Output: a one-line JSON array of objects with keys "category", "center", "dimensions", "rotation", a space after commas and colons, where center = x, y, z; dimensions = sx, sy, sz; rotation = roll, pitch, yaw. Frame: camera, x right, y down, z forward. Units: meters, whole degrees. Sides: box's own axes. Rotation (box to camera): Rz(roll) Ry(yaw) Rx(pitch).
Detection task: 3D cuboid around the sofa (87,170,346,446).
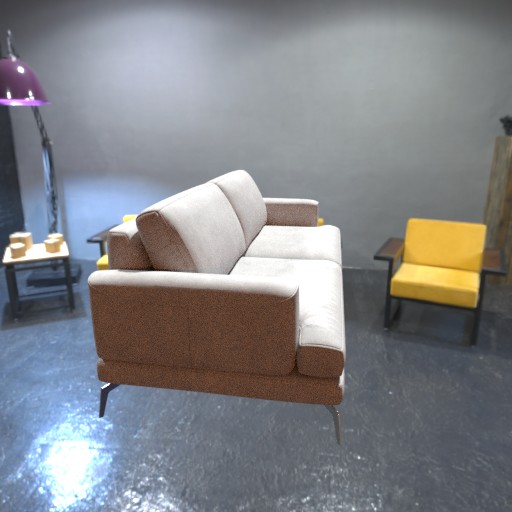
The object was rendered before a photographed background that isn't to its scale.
[{"category": "sofa", "center": [0.000, 0.000, 2.521], "dimensions": [0.980, 0.830, 2.013], "rotation": [3, 16, 9]}]
